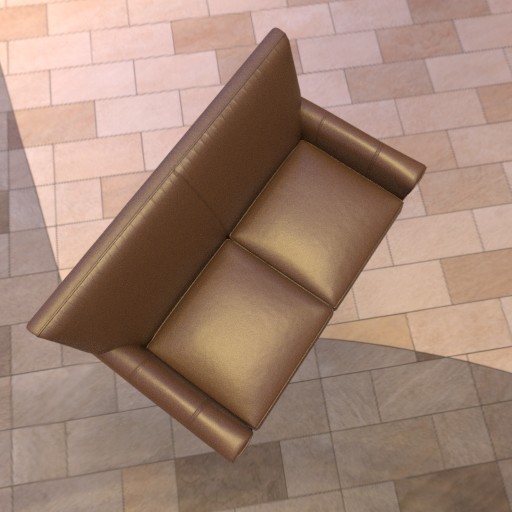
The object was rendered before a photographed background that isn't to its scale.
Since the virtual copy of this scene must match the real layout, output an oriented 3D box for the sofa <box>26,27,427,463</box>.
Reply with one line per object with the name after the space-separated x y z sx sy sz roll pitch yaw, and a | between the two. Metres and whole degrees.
0.000 0.000 1.968 0.853 0.859 1.468 34 77 9 | sofa
